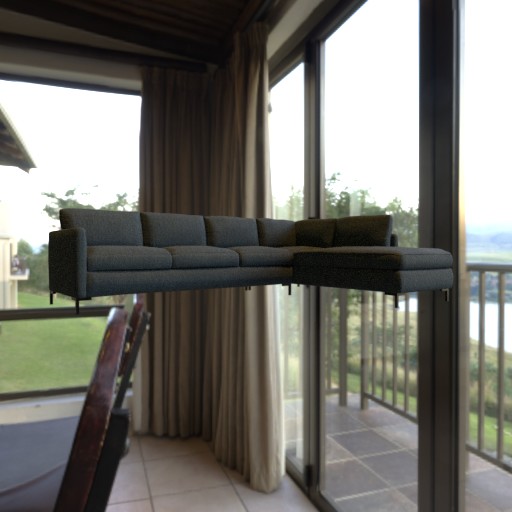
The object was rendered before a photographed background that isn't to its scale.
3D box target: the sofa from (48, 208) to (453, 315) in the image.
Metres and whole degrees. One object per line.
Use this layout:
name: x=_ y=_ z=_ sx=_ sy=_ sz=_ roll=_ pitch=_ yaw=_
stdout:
sofa: x=0.000 y=0.000 z=3.836 sx=2.949 sy=0.815 sz=2.007 roll=-1 pitch=1 yaw=-38
